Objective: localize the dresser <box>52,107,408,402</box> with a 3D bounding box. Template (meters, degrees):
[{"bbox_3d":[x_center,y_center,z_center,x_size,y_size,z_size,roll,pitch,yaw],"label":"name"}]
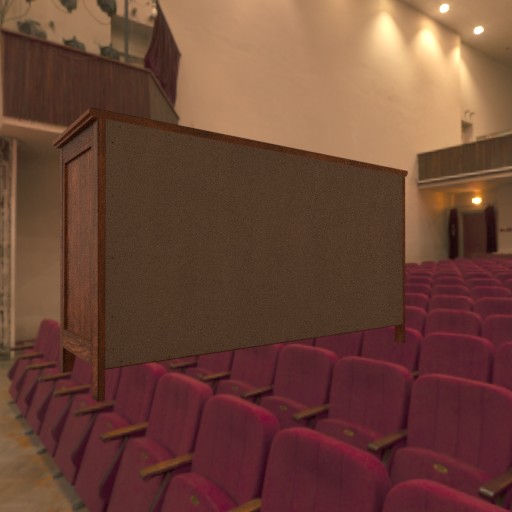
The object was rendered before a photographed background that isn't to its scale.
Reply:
[{"bbox_3d":[0.000,0.000,1.925,1.551,0.856,0.463,0,0,-37],"label":"dresser"}]
